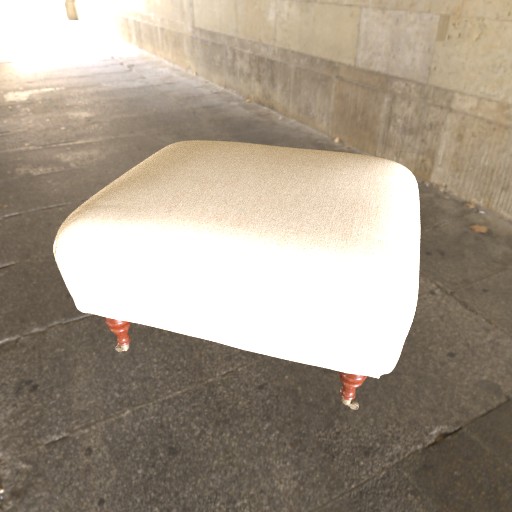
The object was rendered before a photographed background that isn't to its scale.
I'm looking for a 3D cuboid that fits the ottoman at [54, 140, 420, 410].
[{"bbox_3d":[0.000,0.000,1.121,0.747,0.450,0.622,10,34,14],"label":"ottoman"}]
